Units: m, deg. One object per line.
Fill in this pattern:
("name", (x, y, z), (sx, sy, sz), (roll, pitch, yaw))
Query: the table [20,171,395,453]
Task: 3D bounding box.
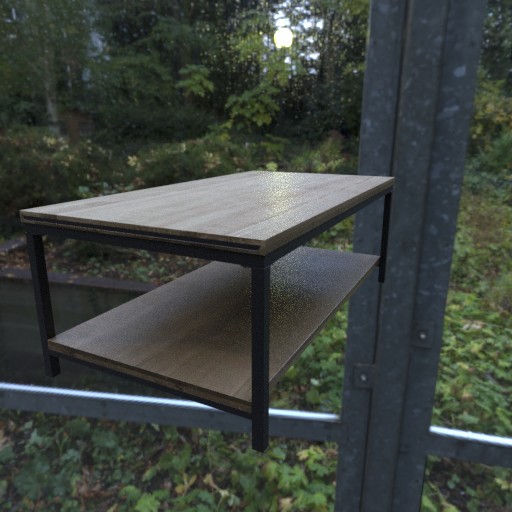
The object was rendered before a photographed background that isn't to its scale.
("table", (0.000, 0.000, 1.314), (0.574, 0.393, 1.062), (8, 18, 26))
